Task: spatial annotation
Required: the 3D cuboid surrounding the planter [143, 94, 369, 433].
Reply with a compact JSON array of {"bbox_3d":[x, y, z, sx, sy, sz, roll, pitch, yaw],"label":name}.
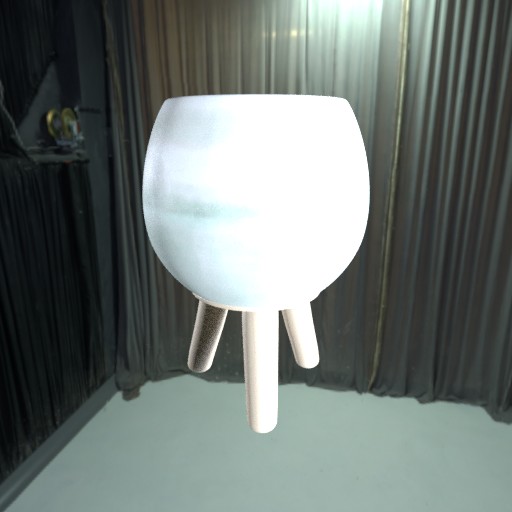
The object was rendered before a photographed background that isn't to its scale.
[{"bbox_3d":[0.000,0.000,0.337,0.161,0.224,0.161,0,16,0],"label":"planter"}]
